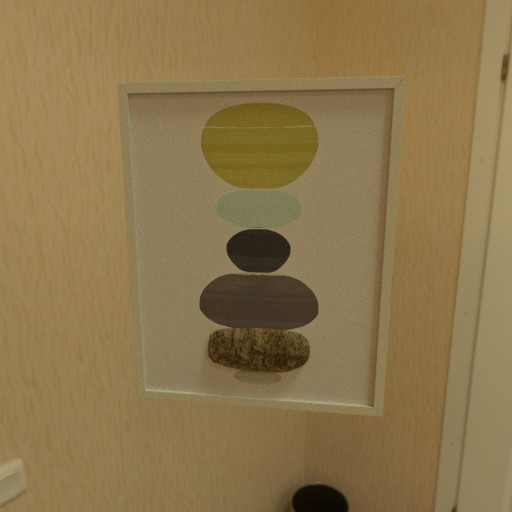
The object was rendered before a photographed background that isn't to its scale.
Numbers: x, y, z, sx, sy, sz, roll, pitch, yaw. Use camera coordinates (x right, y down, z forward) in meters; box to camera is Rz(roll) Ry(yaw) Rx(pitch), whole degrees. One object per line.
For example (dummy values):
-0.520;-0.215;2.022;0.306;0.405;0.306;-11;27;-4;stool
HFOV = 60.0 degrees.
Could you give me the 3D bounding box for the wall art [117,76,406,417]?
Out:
0.000;0.000;1.023;0.611;0.763;0.055;2;13;8;wall art
